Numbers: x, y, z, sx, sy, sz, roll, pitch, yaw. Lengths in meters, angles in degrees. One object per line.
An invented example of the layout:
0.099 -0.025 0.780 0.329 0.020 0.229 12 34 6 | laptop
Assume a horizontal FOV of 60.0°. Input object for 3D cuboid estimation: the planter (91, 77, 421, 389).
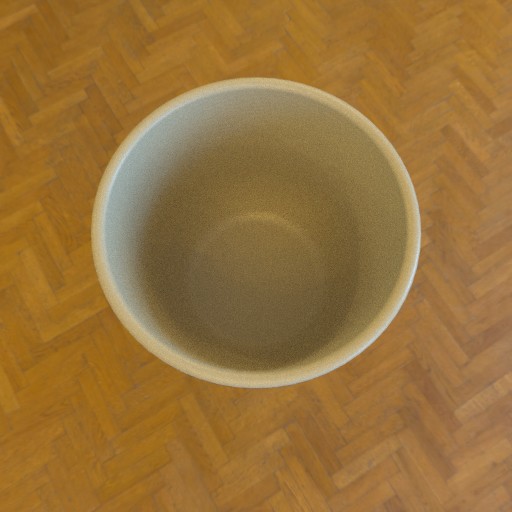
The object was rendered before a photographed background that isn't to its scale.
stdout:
0.000 0.000 0.218 0.124 0.109 0.124 0 74 0 | planter
